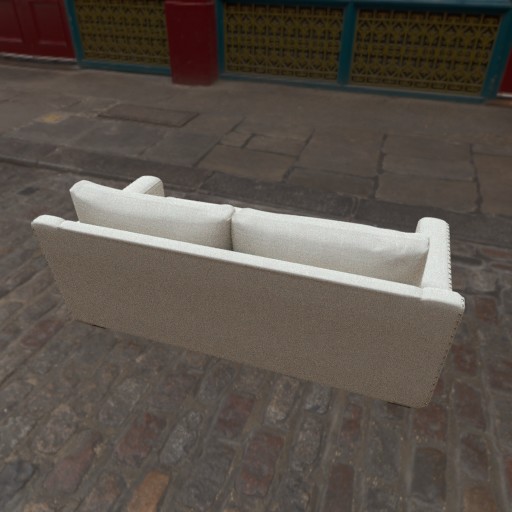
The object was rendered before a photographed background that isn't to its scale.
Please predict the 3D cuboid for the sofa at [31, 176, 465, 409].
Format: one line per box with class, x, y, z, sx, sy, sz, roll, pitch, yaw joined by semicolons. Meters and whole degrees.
sofa;0.000;0.000;2.628;2.107;0.983;1.104;11;35;16
